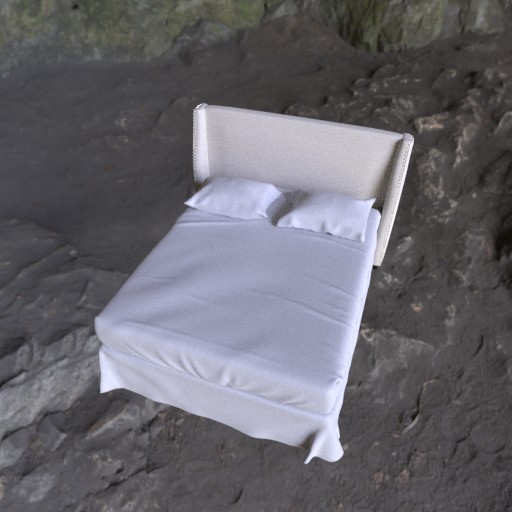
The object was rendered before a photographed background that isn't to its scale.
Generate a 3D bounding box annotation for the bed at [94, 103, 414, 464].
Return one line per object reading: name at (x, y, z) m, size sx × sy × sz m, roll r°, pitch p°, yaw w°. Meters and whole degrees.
bed at (0.000, 0.000, 3.438) m, size 1.925 × 1.332 × 2.276 m, roll 13°, pitch 43°, yaw 15°
